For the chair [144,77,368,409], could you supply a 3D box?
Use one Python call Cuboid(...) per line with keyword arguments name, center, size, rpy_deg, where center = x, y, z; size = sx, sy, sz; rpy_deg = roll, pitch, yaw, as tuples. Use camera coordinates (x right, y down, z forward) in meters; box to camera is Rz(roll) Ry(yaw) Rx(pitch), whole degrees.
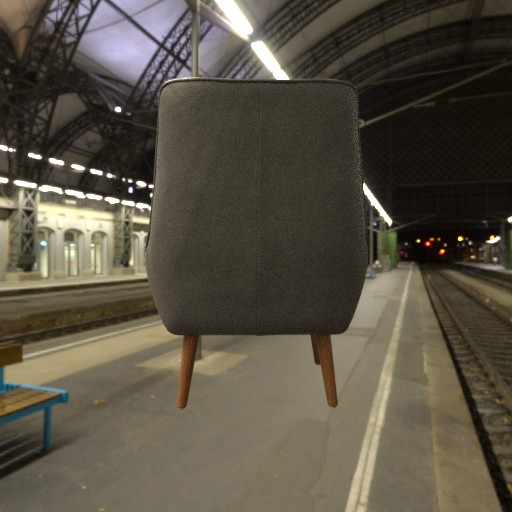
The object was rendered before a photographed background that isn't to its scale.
Cuboid(name="chair", center=(0.000, 0.000, 1.469), size=(0.787, 0.888, 0.822), rpy_deg=(0, 0, -2))
